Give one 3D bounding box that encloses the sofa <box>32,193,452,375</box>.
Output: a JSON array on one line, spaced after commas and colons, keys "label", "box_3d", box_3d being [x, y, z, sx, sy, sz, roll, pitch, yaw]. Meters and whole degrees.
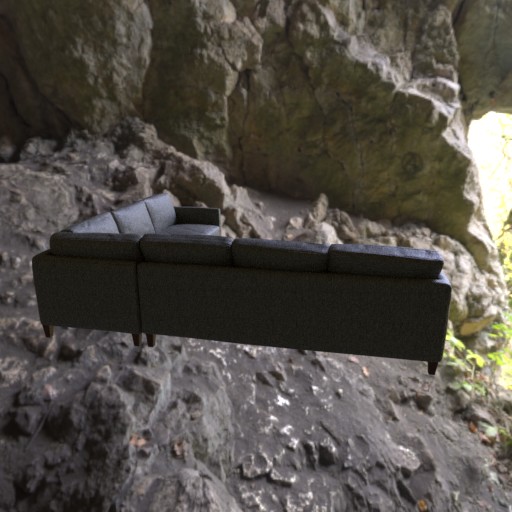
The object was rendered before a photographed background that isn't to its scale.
[{"label": "sofa", "box_3d": [0.000, 0.000, 4.583, 3.302, 0.947, 2.593, 3, 17, 11]}]
